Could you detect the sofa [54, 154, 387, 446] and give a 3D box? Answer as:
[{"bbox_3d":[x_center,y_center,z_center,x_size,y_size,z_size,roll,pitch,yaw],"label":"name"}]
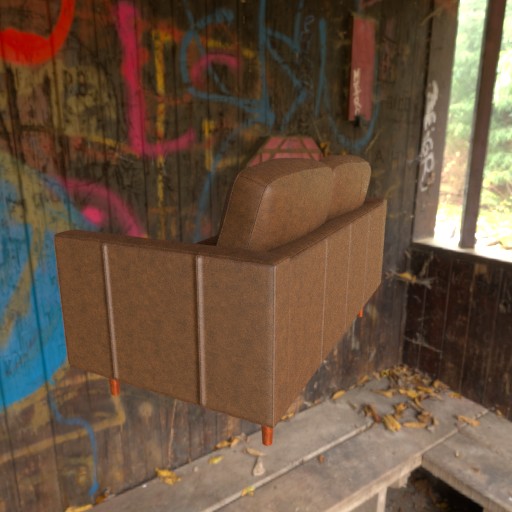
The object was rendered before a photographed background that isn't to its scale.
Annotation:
[{"bbox_3d":[0.000,0.000,2.127,0.909,0.951,1.578,7,16,26],"label":"sofa"}]
